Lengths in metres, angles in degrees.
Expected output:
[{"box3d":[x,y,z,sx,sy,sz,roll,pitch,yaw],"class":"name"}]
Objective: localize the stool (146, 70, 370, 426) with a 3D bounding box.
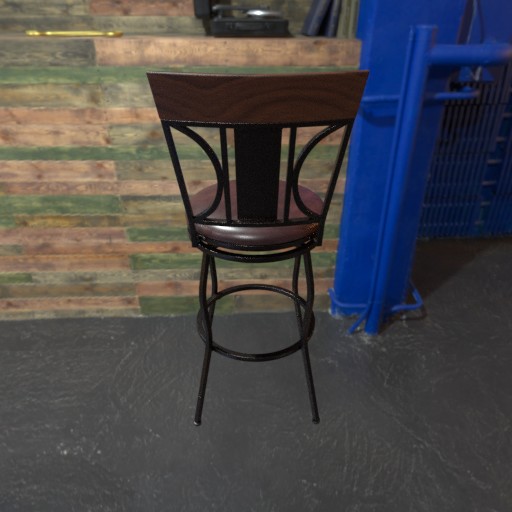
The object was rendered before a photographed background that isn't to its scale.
[{"box3d":[0.000,0.000,1.371,0.448,1.130,0.513,-1,30,-1],"class":"stool"}]
